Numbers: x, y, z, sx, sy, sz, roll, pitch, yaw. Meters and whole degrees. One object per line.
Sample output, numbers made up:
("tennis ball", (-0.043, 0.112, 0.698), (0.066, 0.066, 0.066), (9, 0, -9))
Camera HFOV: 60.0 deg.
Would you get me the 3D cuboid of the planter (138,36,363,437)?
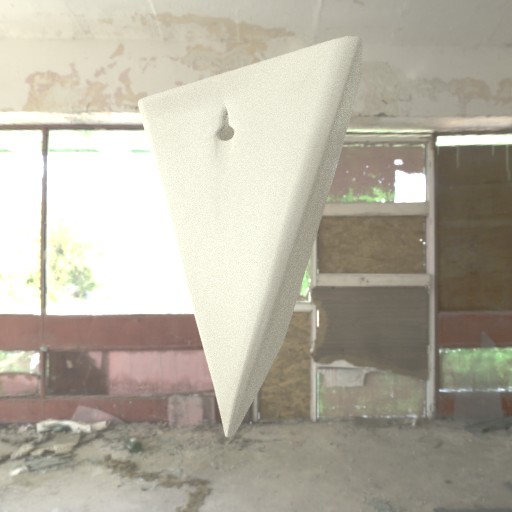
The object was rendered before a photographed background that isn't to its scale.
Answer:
("planter", (0.000, 0.000, 0.262), (0.150, 0.197, 0.060), (0, 0, 35))
